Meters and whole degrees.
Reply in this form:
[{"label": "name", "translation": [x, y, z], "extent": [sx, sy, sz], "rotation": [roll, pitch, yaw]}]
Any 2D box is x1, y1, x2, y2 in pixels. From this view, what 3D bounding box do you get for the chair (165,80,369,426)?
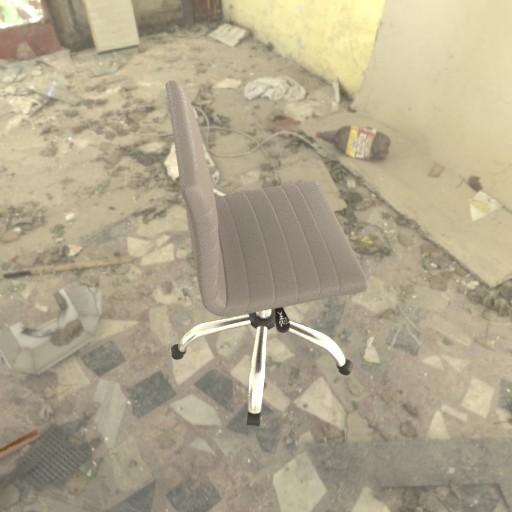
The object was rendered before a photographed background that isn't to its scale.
[{"label": "chair", "translation": [0.000, 0.000, 1.127], "extent": [0.530, 0.780, 0.556], "rotation": [-9, 47, -8]}]
